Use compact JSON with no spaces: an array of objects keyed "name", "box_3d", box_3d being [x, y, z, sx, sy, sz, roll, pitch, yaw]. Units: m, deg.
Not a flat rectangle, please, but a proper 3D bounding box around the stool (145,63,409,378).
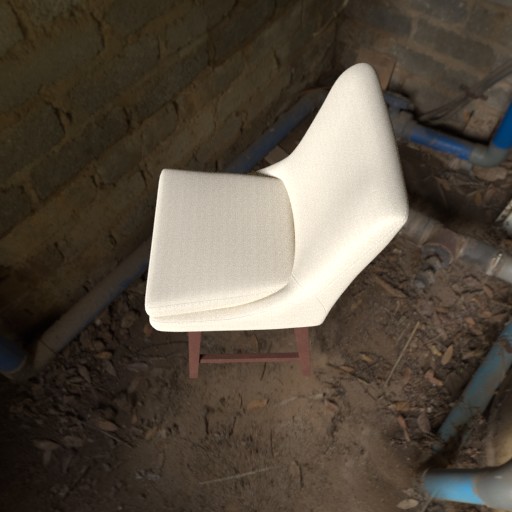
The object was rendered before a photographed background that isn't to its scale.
[{"name":"stool","box_3d":[0.000,0.000,1.297,0.559,0.991,0.483,-1,59,-1]}]
